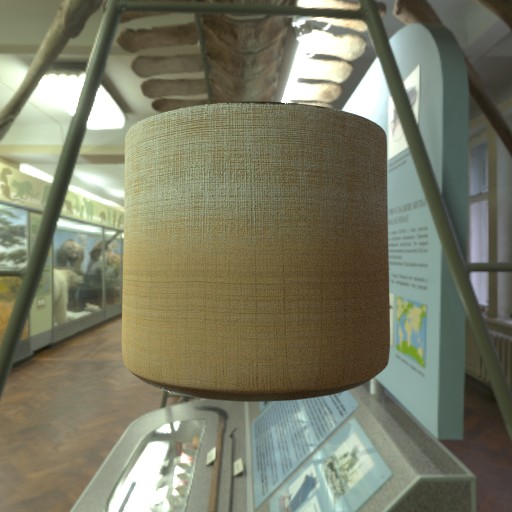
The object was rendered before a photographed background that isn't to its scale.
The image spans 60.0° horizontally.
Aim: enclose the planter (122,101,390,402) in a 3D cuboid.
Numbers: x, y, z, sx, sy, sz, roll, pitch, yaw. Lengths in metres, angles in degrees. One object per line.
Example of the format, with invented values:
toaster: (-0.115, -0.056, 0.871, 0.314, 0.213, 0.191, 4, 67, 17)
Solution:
planter: (0.000, 0.000, 0.438, 0.254, 0.221, 0.254, 0, 0, 0)
